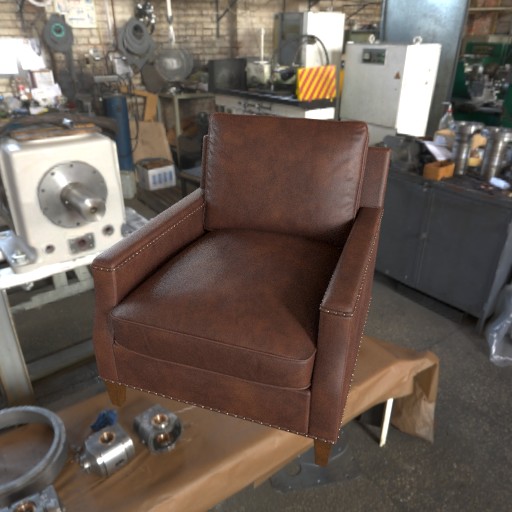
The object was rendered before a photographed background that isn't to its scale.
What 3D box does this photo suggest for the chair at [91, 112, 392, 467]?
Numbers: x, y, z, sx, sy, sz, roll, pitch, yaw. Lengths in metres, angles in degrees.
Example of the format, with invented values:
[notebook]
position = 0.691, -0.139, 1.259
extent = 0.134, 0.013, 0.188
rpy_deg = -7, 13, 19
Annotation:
[chair]
position = 0.000, 0.000, 1.695
extent = 0.853, 0.929, 1.014
rpy_deg = 9, 28, 18
